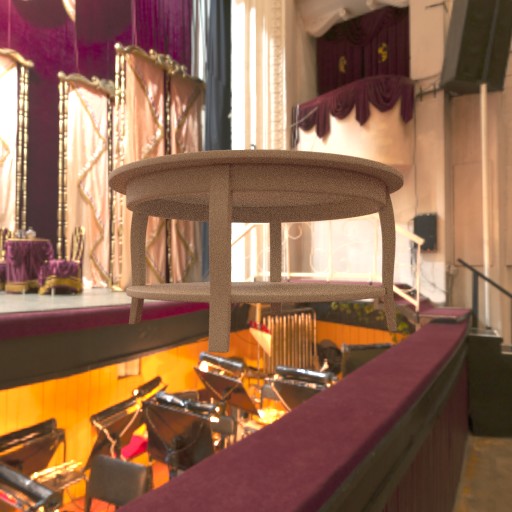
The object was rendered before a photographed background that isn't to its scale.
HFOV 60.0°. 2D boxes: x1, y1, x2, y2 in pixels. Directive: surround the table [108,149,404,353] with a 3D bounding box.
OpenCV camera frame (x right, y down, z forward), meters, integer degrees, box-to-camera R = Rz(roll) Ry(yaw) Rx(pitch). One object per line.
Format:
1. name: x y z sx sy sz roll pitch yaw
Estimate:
1. table: 0.000 0.000 1.435 0.910 0.457 0.910 0 -1 0
